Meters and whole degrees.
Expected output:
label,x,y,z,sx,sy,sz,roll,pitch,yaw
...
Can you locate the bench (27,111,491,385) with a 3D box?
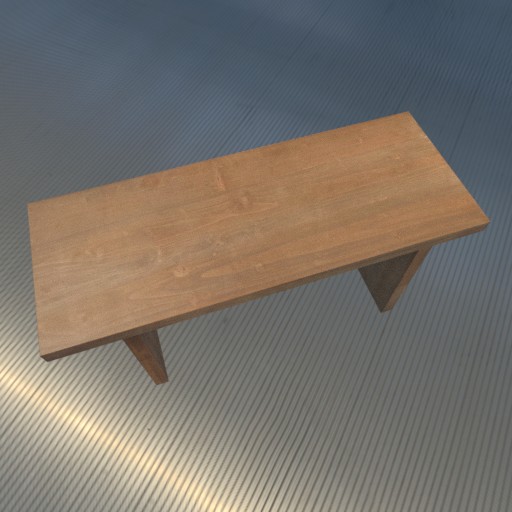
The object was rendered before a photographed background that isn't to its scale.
label,x,y,z,sx,sy,sz,roll,pitch,yaw
bench,0.000,0.000,1.407,1.183,0.458,0.458,-16,60,-9
